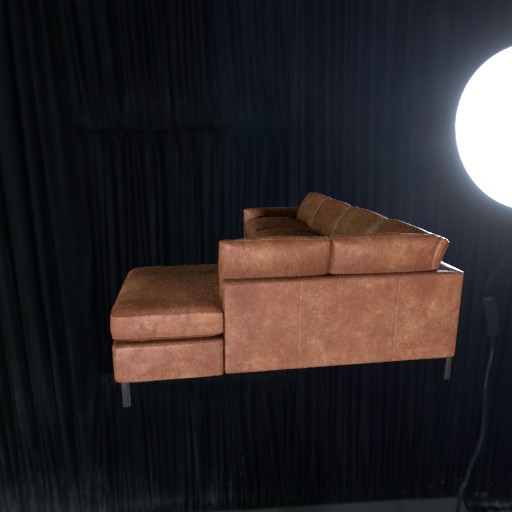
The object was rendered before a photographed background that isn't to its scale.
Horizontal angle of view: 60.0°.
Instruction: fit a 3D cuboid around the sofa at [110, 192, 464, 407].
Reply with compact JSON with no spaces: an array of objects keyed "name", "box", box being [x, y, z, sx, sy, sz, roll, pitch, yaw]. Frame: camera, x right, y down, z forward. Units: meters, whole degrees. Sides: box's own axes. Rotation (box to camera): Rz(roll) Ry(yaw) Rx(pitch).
[{"name":"sofa","box":[0.000,0.000,3.775,1.938,0.877,2.984,-2,14,-8]}]
